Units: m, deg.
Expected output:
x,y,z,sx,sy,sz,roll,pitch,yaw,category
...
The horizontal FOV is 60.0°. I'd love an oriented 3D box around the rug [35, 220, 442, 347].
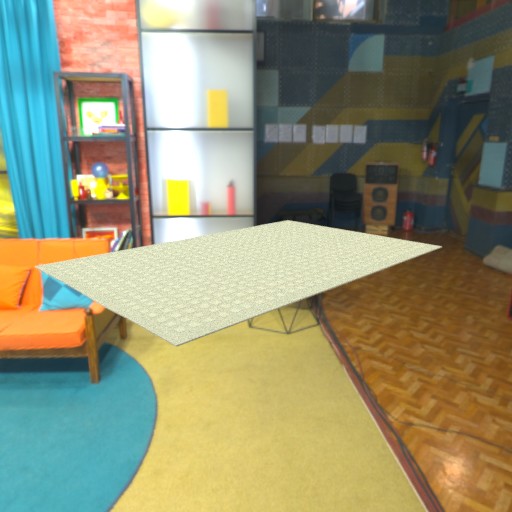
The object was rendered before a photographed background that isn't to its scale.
x,y,z,sx,sy,sz,roll,pitch,yaw,category
0.000,0.000,2.243,1.747,0.006,1.143,-14,20,-42,rug
